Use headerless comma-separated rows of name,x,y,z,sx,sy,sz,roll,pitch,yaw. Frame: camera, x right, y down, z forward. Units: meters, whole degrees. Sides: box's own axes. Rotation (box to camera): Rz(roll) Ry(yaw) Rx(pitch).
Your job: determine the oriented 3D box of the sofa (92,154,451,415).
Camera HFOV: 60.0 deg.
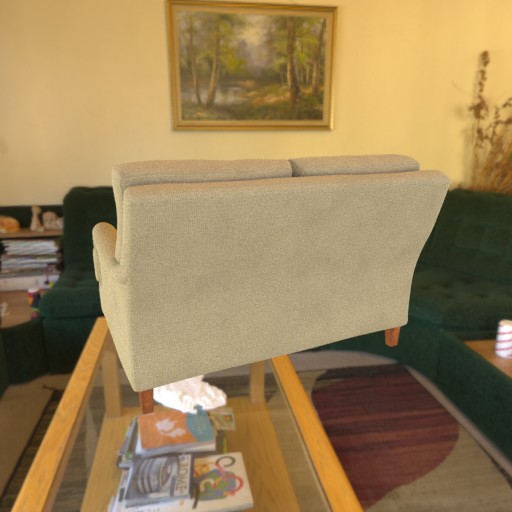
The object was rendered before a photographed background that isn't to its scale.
sofa,0.000,0.000,2.225,1.480,0.999,1.087,-8,17,-26
